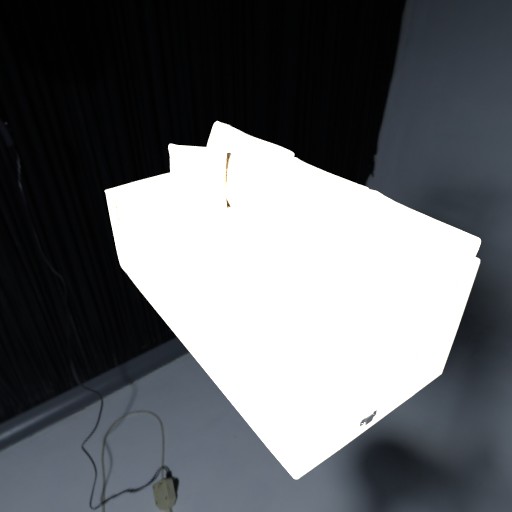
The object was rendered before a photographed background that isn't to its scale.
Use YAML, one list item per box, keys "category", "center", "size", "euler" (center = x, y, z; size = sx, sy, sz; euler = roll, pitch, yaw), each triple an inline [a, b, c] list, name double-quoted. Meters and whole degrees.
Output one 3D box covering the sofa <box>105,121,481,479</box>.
- category: "sofa"
  center: [0.000, 0.000, 2.479]
  size: [1.034, 0.946, 1.962]
  euler: [-21, 39, -29]
